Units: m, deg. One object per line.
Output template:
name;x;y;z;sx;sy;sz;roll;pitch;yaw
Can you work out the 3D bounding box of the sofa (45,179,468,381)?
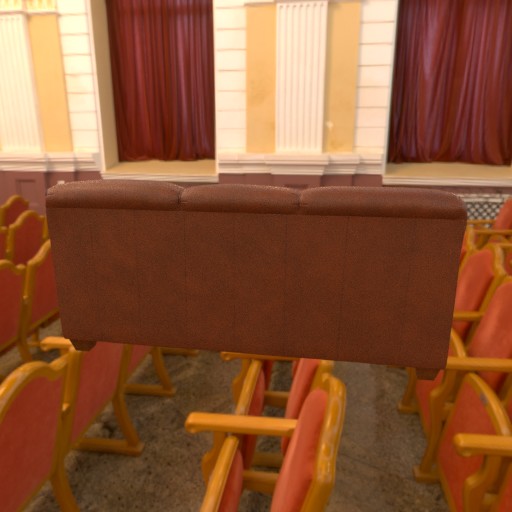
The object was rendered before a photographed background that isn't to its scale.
sofa;0.000;0.000;2.621;2.039;0.953;1.008;3;16;9
